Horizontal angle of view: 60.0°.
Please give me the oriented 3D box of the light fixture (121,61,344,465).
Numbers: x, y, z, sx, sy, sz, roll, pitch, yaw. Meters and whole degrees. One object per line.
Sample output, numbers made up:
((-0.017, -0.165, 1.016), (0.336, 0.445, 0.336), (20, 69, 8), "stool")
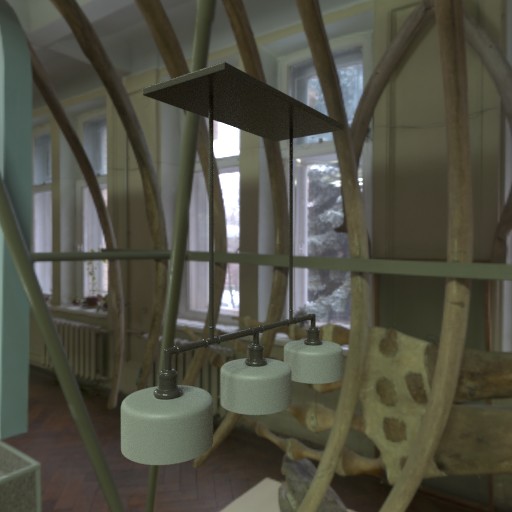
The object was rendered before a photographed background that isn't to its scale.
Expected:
((0.000, 0.000, 0.841), (0.177, 0.557, 0.582), (1, 1, 36), "light fixture")
